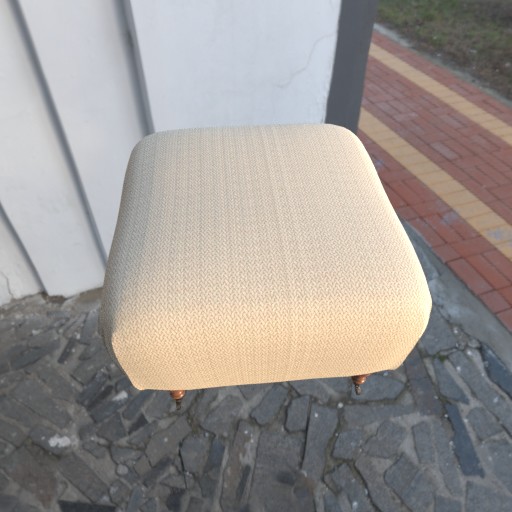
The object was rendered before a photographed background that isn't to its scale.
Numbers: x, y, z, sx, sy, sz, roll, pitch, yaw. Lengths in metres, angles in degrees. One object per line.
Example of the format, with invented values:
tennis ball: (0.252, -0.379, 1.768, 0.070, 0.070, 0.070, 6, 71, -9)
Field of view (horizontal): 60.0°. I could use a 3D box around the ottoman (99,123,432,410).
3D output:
ottoman: (0.000, 0.000, 1.101, 0.622, 0.447, 0.684, -4, 46, -3)
